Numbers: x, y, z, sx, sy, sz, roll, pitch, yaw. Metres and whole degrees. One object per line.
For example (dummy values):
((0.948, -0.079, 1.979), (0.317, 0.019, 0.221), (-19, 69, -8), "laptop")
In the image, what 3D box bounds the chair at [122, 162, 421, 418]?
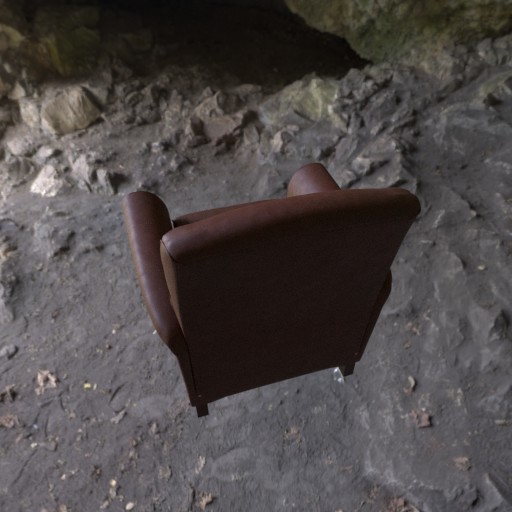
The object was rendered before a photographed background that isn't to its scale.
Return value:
((0.000, 0.000, 1.808), (0.978, 1.061, 0.902), (-12, 43, -13), "chair")
